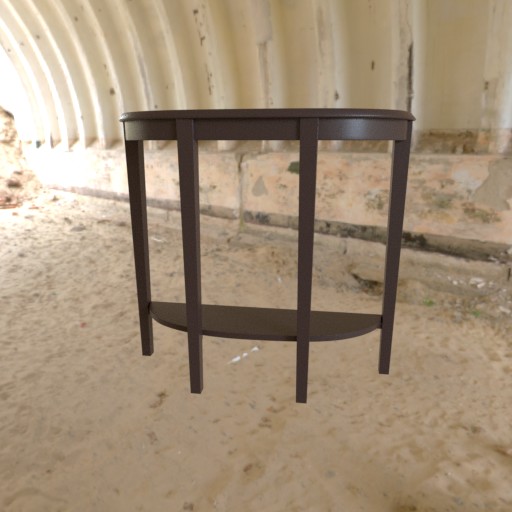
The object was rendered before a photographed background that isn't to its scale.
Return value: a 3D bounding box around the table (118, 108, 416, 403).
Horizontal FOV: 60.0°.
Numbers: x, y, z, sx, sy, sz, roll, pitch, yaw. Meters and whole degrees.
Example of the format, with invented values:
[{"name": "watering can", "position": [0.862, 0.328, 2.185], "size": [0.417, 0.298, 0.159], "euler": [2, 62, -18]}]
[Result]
[{"name": "table", "position": [0.000, 0.000, 1.342], "size": [0.909, 0.831, 0.274], "euler": [2, 15, 9]}]
